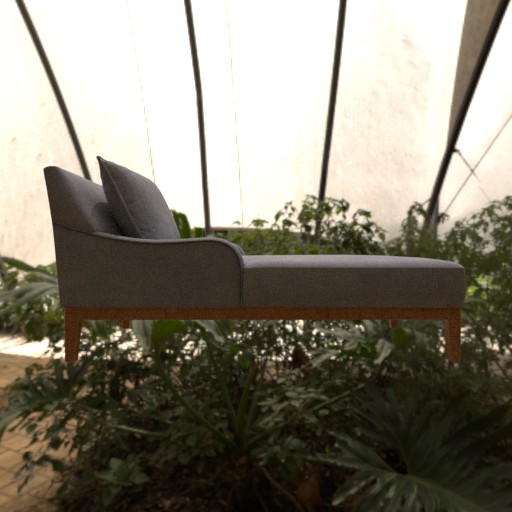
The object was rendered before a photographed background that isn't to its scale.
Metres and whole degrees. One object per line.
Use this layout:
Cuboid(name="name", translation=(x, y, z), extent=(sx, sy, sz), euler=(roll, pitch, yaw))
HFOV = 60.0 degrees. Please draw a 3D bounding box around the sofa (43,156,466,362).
Cuboid(name="sofa", translation=(0.000, 0.000, 2.287), extent=(1.779, 0.883, 0.904), euler=(0, 0, 0))
